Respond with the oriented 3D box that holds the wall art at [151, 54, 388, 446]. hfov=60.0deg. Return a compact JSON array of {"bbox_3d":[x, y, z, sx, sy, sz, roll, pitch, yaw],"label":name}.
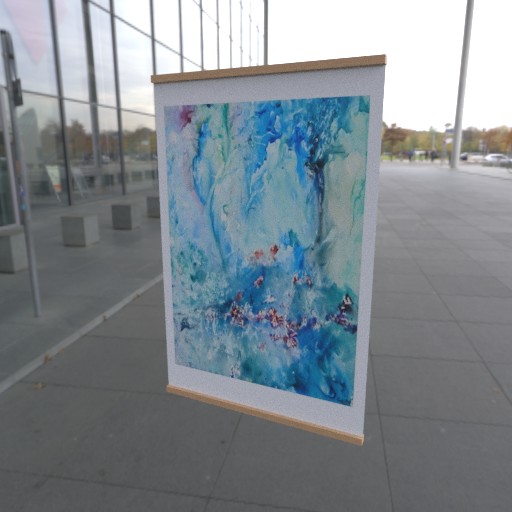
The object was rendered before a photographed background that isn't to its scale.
[{"bbox_3d":[0.000,0.000,0.767,0.401,0.611,0.016,6,15,25],"label":"wall art"}]
